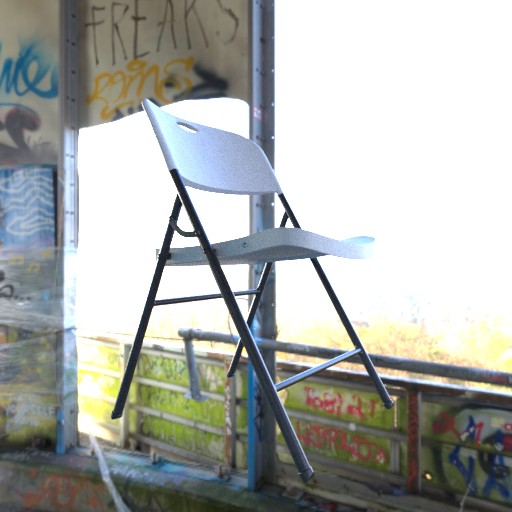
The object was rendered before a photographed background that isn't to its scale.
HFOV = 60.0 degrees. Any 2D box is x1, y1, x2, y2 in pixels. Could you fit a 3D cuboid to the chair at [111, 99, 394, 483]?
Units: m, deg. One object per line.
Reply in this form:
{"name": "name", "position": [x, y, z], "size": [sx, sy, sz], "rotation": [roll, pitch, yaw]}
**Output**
{"name": "chair", "position": [0.000, 0.000, 1.147], "size": [0.566, 0.810, 0.494], "rotation": [0, 0, 35]}
